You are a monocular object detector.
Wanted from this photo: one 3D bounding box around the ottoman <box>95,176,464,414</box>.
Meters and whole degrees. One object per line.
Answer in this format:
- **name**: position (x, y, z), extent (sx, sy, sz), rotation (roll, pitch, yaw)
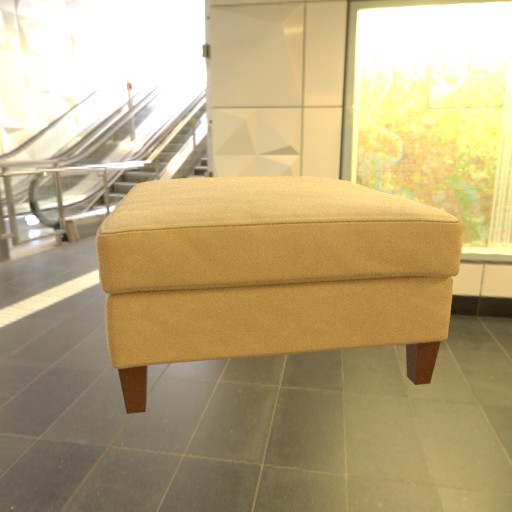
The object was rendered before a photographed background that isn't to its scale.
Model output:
- **ottoman**: position (0.000, 0.000, 1.456), extent (0.836, 0.492, 1.002), rotation (-3, 15, -10)
